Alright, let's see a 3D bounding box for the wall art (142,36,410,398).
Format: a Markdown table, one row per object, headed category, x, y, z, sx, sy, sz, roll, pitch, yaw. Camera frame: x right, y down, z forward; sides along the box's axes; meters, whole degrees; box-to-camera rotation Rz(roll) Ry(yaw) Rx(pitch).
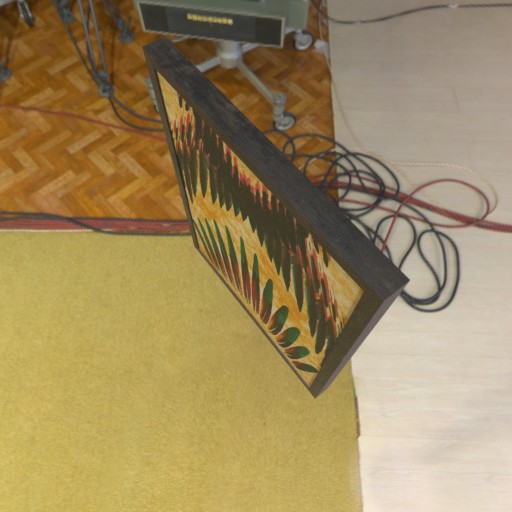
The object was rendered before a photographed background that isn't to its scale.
| category | x | y | z | sx | sy | sz | roll | pitch | yaw |
| --- | --- | --- | --- | --- | --- | --- | --- | --- | --- |
| wall art | 0.000 | 0.000 | 0.552 | 0.027 | 0.406 | 0.329 | -34 | 68 | -16 |
